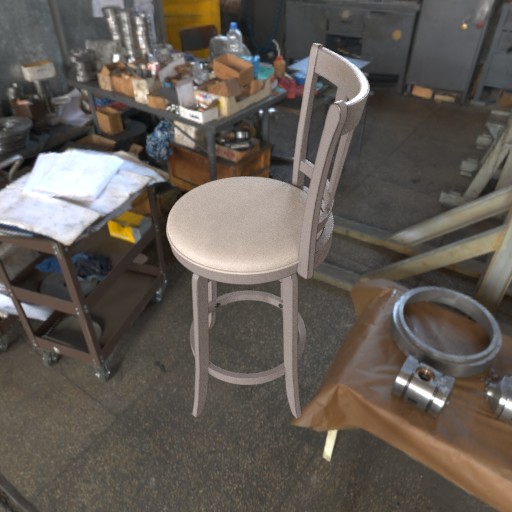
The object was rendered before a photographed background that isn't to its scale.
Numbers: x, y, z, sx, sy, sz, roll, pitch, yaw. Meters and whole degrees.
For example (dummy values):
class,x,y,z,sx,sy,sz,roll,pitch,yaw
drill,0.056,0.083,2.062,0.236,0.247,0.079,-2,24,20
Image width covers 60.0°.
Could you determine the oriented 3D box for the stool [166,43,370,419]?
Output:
class,x,y,z,sx,sy,sz,roll,pitch,yaw
stool,0.000,0.000,1.260,0.475,1.023,0.436,0,39,1
